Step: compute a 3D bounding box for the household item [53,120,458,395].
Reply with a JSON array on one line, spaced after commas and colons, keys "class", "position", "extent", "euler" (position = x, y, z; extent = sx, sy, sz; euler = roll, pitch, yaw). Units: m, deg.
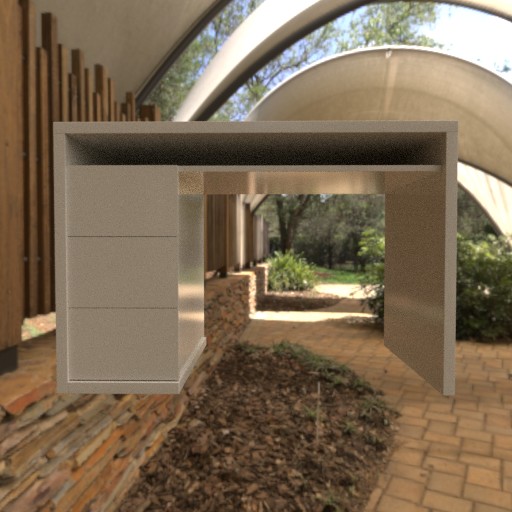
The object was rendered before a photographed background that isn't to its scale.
[{"class": "household item", "position": [0.000, 0.000, 1.511], "extent": [1.100, 0.749, 0.597], "euler": [0, 2, 1]}]
